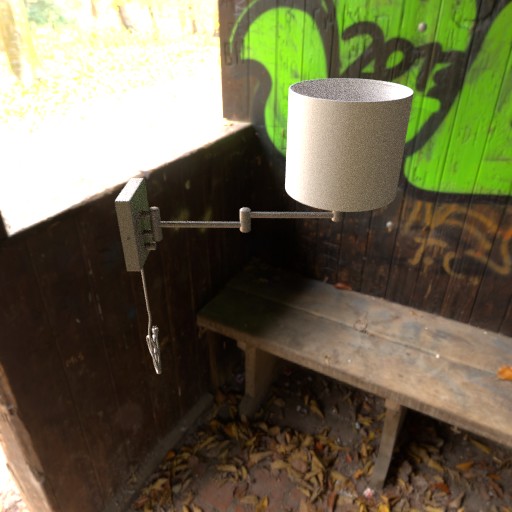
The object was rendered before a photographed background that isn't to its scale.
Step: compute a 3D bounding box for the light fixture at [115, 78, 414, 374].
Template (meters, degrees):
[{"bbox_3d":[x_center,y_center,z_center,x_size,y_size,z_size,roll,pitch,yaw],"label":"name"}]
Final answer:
[{"bbox_3d":[0.000,0.000,0.907,0.516,0.651,0.203,0,31,1],"label":"light fixture"}]
